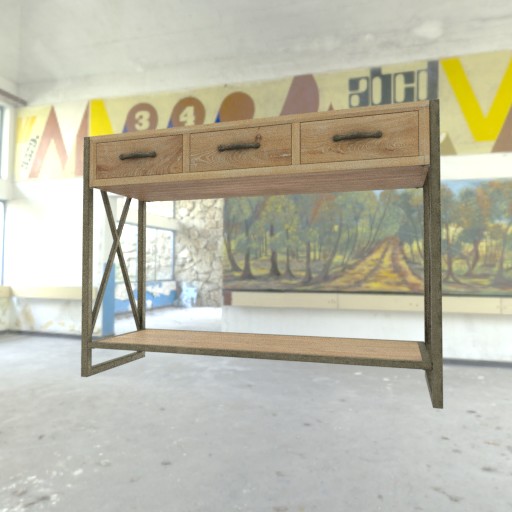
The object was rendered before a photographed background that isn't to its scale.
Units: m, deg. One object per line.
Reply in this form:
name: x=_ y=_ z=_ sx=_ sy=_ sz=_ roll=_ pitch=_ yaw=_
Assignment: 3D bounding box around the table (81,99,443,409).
table: x=0.000 y=0.000 z=1.403 sx=1.059 sy=0.763 sz=0.361 roll=-1 pitch=-2 yaw=18
